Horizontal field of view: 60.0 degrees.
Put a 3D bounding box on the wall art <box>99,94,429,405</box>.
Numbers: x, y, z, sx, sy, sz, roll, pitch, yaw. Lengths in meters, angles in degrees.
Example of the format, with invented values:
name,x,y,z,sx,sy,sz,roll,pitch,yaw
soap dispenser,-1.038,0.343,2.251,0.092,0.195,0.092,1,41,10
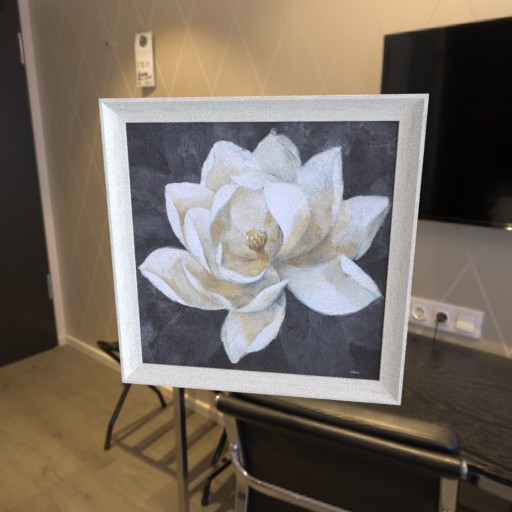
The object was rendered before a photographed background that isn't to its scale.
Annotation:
name,x,y,z,sx,sy,sz,roll,pitch,yaw
wall art,0.000,0.000,1.500,1.016,1.016,0.045,2,15,8
